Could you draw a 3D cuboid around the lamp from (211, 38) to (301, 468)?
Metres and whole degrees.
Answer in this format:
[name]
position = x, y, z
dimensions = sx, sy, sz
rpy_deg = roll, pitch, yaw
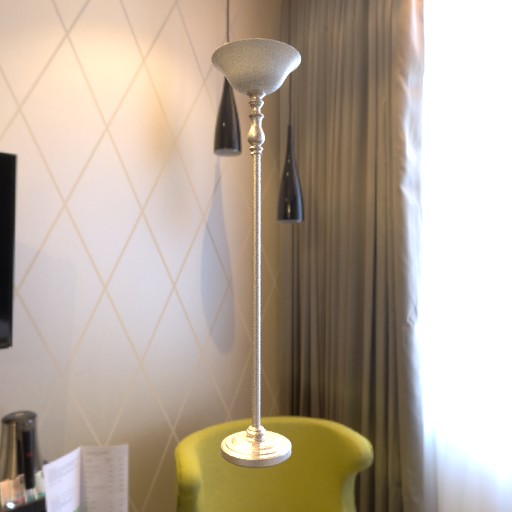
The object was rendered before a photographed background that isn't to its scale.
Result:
[lamp]
position = 0.000, 0.000, 1.996
dimensions = 0.405, 1.771, 0.405
rpy_deg = 0, -1, 17
